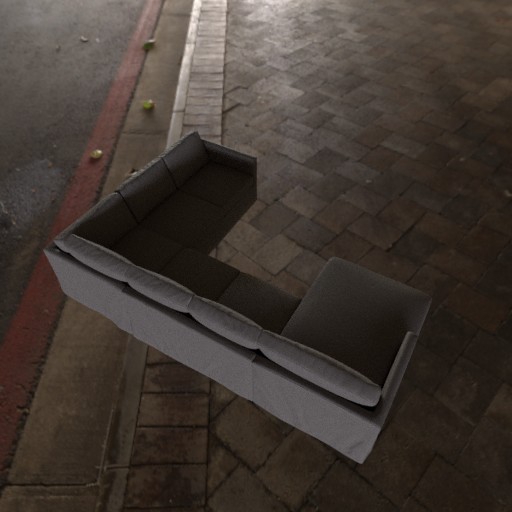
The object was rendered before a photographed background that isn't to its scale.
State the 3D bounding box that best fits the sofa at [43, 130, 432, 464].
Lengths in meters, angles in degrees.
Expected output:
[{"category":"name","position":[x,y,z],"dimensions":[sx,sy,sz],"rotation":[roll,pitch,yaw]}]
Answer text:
[{"category":"sofa","position":[0.000,0.000,4.621],"dimensions":[3.528,0.878,2.476],"rotation":[23,51,20]}]
